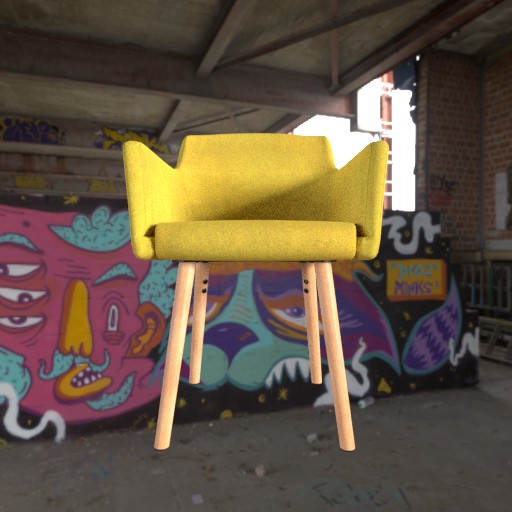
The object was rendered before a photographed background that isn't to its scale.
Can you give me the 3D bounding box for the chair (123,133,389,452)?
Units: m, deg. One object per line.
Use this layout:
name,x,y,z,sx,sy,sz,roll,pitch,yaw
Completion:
chair,0.000,0.000,1.167,0.570,0.780,0.570,0,0,0
